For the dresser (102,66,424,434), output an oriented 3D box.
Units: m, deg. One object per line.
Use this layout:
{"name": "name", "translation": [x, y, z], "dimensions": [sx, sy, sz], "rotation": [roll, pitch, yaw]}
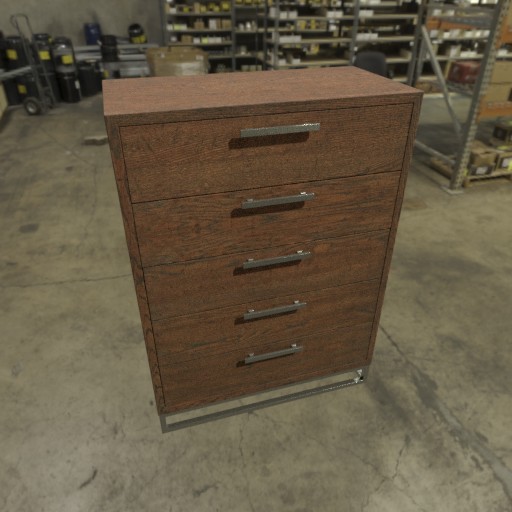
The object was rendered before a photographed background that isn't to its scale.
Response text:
{"name": "dresser", "translation": [0.000, 0.000, 1.808], "dimensions": [0.965, 1.321, 0.508], "rotation": [-9, 34, -14]}
